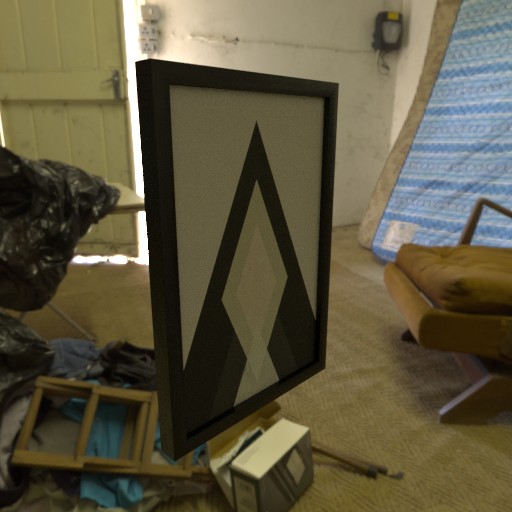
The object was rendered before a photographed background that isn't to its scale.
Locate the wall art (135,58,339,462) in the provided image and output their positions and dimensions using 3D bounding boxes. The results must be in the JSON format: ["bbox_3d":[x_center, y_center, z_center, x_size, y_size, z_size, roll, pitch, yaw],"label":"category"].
[{"bbox_3d":[0.000,0.000,0.599,0.031,0.457,0.313,15,21,42],"label":"wall art"}]
